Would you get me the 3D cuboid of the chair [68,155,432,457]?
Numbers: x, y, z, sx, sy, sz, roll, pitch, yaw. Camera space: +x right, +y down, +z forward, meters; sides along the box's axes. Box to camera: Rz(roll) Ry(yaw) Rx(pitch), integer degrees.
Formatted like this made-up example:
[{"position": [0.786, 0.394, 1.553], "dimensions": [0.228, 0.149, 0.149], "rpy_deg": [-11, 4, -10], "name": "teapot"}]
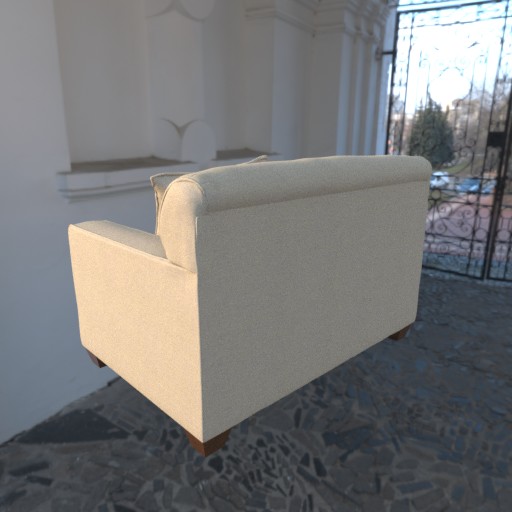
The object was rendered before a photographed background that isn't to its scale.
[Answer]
[{"position": [0.000, 0.000, 2.069], "dimensions": [1.383, 0.948, 1.000], "rpy_deg": [-14, 21, -41], "name": "chair"}]
